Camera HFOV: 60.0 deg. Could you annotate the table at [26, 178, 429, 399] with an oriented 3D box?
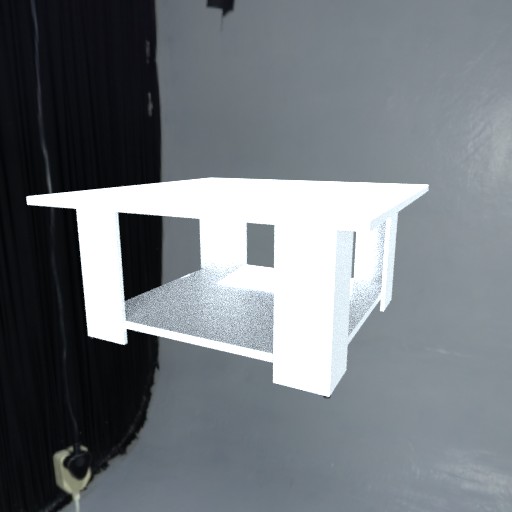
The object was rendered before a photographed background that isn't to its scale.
[{"bbox_3d":[0.000,0.000,1.048,0.670,0.305,0.670,7,15,26],"label":"table"}]
